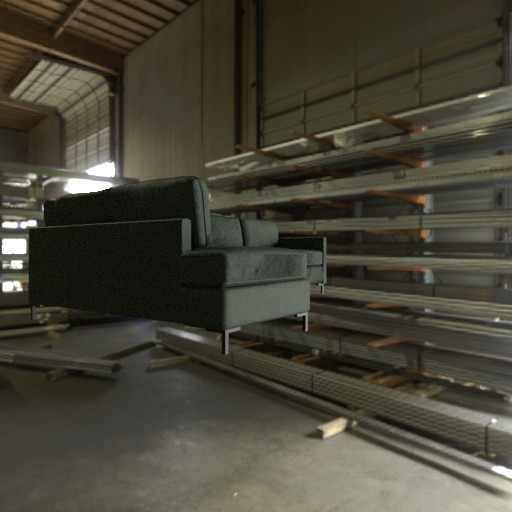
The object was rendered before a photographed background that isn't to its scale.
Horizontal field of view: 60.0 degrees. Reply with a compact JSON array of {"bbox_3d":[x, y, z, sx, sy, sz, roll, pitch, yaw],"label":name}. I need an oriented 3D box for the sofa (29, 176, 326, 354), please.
[{"bbox_3d":[0.000,0.000,4.233,2.048,0.996,3.384,0,1,36],"label":"sofa"}]
